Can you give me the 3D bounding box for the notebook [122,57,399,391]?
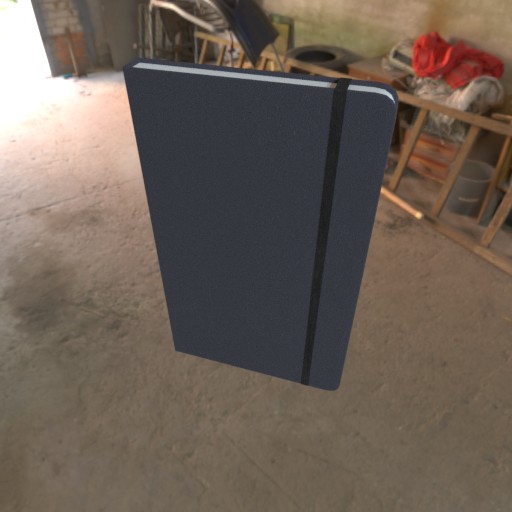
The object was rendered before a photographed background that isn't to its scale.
[{"bbox_3d":[0.000,0.000,0.267,0.127,0.213,0.016,11,41,13],"label":"notebook"}]
